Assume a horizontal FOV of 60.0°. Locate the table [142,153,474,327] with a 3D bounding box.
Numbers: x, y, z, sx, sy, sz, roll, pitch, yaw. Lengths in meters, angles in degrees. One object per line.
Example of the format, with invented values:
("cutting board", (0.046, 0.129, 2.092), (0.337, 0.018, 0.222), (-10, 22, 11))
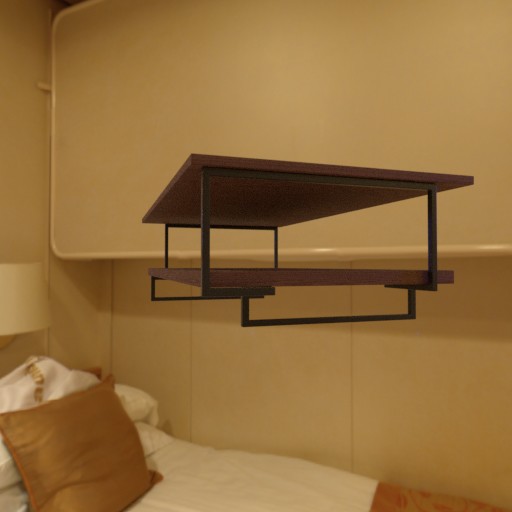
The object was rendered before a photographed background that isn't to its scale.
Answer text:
("table", (0.000, 0.000, 1.474), (0.651, 0.347, 1.197), (0, -1, -19))
